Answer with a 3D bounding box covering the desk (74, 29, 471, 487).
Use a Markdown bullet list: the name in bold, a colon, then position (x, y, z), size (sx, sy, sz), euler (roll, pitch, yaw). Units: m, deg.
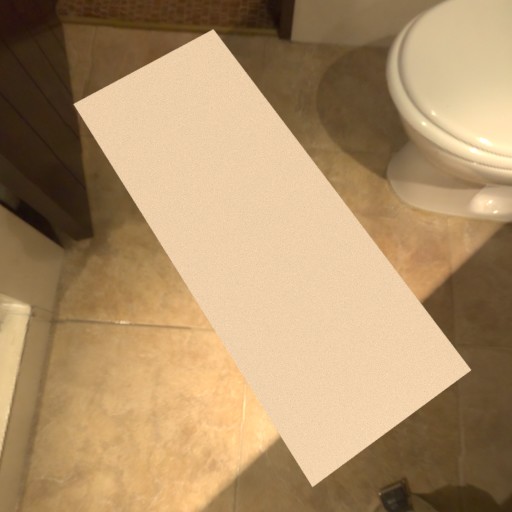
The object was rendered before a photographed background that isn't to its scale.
- **desk**: position (0.000, 0.000, 1.876), size (0.603, 0.773, 1.530), euler (-32, 77, -8)
